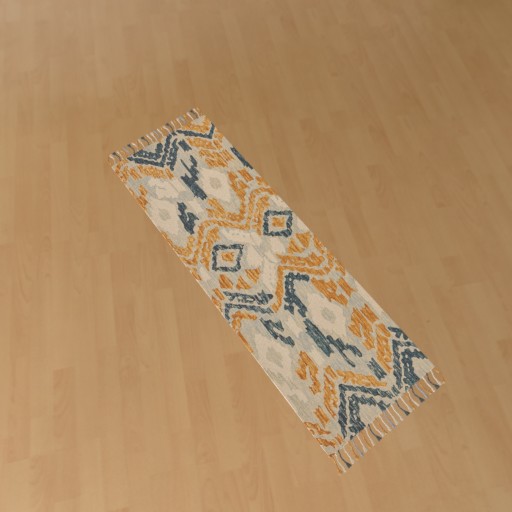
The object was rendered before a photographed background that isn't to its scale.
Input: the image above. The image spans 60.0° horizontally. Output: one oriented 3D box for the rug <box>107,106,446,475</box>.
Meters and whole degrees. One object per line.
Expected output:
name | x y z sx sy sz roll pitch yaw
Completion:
rug | 0.000 0.000 2.710 0.783 0.010 2.437 -34 69 -15
